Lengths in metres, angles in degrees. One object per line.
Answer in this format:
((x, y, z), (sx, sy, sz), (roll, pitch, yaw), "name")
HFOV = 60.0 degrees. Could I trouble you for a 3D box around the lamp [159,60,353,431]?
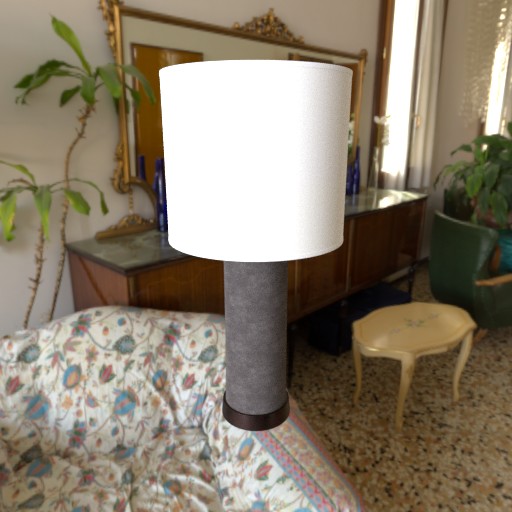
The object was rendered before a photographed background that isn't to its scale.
((0.000, 0.000, 0.788), (0.301, 0.630, 0.301), (2, 16, 8), "lamp")
